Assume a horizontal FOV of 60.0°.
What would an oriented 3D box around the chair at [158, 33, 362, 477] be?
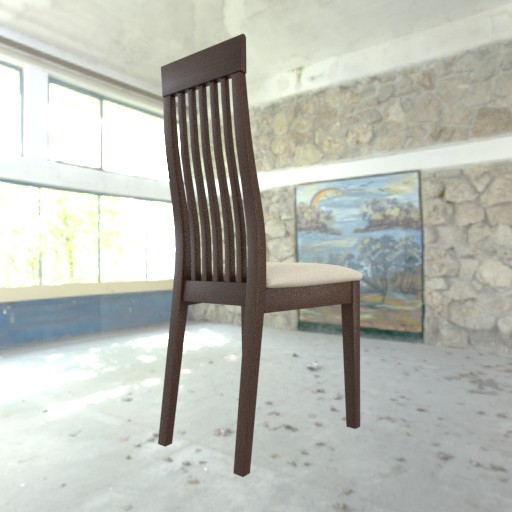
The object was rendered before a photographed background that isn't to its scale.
[{"bbox_3d":[0.000,0.000,1.293,0.460,1.027,0.474,0,-1,38],"label":"chair"}]
